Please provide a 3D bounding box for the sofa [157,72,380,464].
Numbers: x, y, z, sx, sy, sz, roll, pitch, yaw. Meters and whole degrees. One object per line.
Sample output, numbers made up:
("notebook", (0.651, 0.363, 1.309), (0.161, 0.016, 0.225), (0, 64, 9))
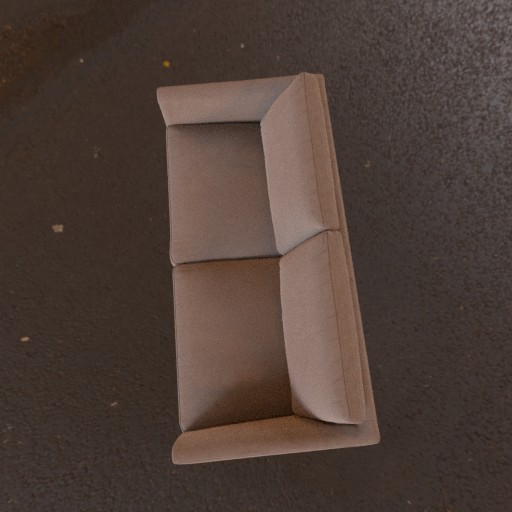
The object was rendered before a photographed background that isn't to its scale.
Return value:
("sofa", (0.000, 0.000, 2.771), (1.090, 0.838, 2.588), (-5, 75, -1))
